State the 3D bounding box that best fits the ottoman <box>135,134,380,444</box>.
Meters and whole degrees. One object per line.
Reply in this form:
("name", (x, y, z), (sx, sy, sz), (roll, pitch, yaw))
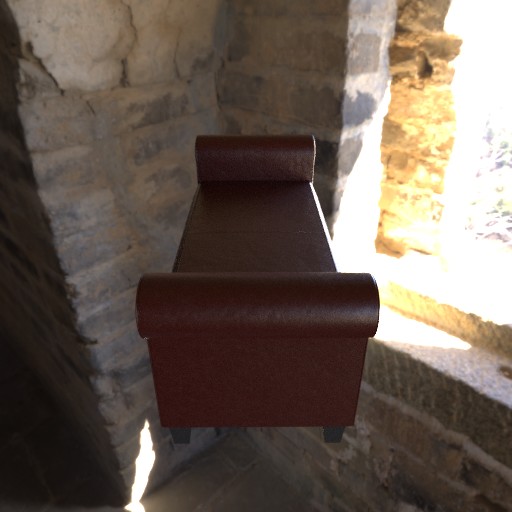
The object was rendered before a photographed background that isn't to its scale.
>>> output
("ottoman", (0.000, 0.000, 1.557), (0.521, 0.547, 1.256), (0, 30, 0))
